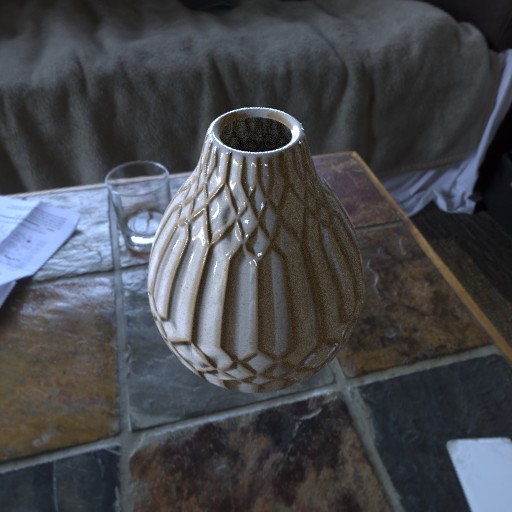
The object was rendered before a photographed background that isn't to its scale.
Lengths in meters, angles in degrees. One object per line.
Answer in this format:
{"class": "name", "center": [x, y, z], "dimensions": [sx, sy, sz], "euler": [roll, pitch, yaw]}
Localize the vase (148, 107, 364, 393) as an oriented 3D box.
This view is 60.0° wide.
{"class": "vase", "center": [0.000, 0.000, 0.316], "dimensions": [0.159, 0.200, 0.159], "euler": [0, 46, 0]}
